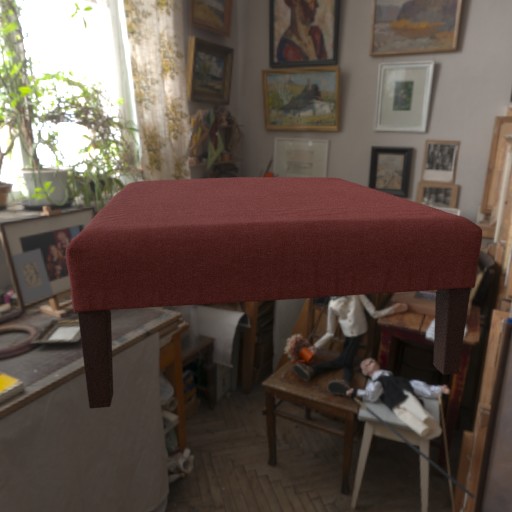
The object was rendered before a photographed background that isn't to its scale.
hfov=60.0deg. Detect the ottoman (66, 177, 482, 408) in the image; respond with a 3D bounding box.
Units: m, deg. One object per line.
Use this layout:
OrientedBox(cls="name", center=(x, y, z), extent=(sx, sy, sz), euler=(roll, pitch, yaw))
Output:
OrientedBox(cls="ottoman", center=(0.000, 0.000, 1.378), extent=(0.890, 0.411, 0.889), euler=(-3, 16, -9))
